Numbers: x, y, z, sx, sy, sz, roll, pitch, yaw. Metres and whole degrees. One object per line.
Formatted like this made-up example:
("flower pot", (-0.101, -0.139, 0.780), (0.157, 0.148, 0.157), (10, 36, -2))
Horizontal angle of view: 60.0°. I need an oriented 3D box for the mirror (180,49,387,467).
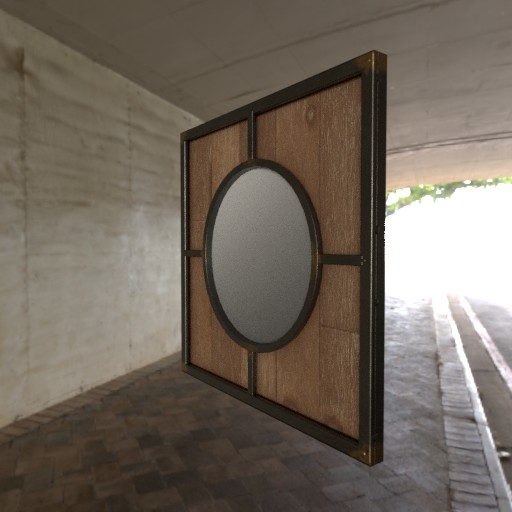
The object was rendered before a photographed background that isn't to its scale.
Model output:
("mirror", (0.000, 0.000, 0.562), (0.020, 0.381, 0.382), (-1, 2, -36))
